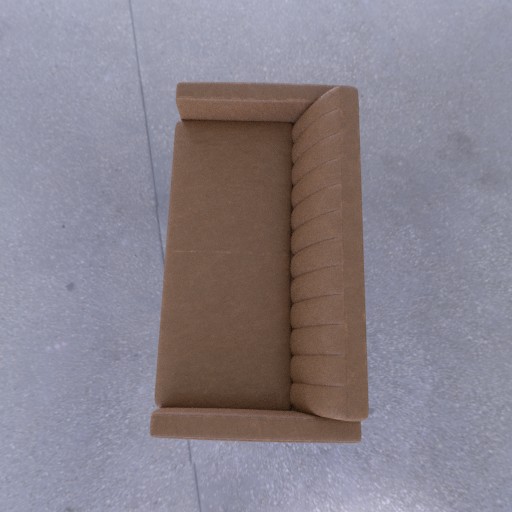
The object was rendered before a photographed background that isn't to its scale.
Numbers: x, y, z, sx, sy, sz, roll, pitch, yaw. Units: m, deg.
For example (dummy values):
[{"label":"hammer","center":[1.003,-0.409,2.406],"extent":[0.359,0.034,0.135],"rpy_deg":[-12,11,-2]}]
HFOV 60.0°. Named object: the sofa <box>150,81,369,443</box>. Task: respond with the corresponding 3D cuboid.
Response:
[{"label":"sofa","center":[0.000,0.000,2.426],"extent":[0.993,0.821,1.847],"rpy_deg":[1,76,0]}]
